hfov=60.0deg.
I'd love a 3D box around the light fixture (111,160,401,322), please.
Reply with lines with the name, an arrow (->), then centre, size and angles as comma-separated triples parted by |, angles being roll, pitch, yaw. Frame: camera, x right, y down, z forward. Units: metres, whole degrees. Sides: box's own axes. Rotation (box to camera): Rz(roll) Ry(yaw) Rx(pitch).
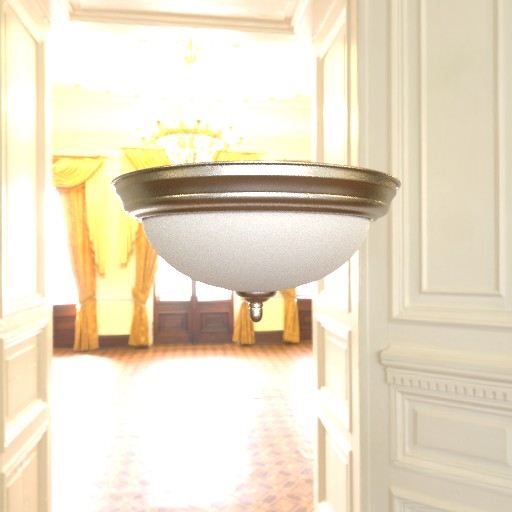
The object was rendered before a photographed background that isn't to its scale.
light fixture -> 0.000, 0.000, 0.449 | 0.280, 0.135, 0.280 | 0, 0, 0
